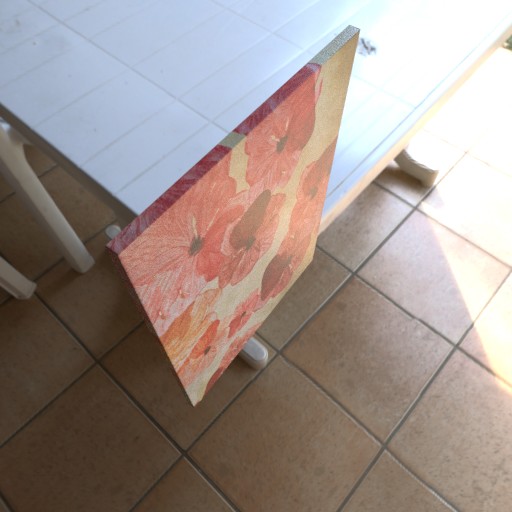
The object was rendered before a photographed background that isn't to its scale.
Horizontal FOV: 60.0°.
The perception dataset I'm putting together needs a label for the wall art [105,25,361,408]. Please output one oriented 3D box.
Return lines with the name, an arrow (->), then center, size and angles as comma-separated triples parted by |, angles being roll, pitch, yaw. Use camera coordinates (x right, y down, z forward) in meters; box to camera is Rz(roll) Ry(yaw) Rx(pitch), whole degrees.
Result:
wall art -> 0.000, 0.000, 1.288 | 0.031, 1.015, 0.762 | 32, 64, 18
